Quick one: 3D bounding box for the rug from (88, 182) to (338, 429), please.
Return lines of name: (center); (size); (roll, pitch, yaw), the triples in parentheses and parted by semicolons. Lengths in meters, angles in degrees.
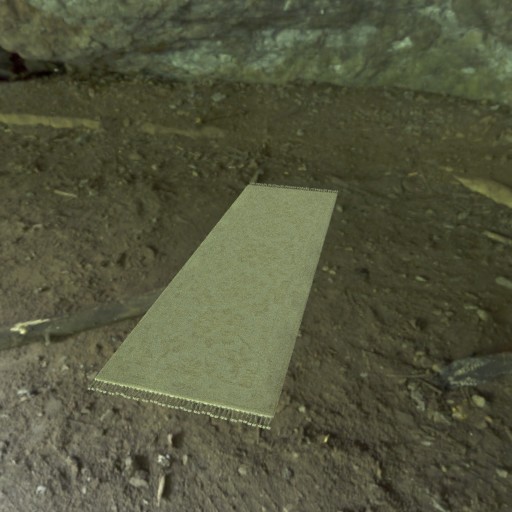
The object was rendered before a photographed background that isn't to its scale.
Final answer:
rug: (0.000, 0.000, 2.847); (0.795, 0.015, 2.544); (8, 31, 13)
